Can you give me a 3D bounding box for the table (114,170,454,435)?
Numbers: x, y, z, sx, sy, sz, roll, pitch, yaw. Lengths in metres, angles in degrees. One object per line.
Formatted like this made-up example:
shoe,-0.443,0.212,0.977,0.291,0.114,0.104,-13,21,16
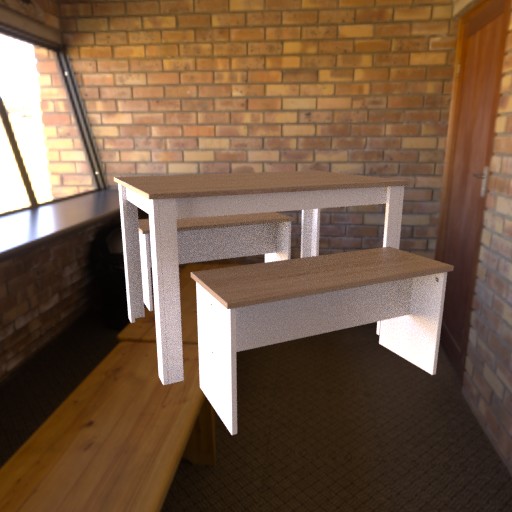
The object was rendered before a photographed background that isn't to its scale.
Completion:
table,0.000,0.000,2.039,1.100,0.700,1.443,-7,16,-25
